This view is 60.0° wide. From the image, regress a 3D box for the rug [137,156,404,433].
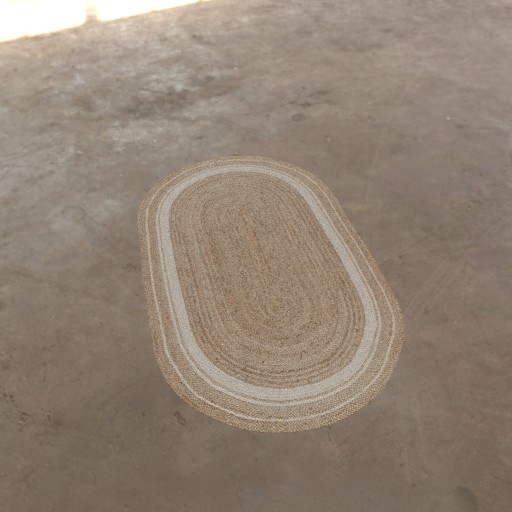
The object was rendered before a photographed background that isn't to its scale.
[{"bbox_3d":[0.000,0.000,2.997,1.520,0.006,2.432,-11,47,-10],"label":"rug"}]
